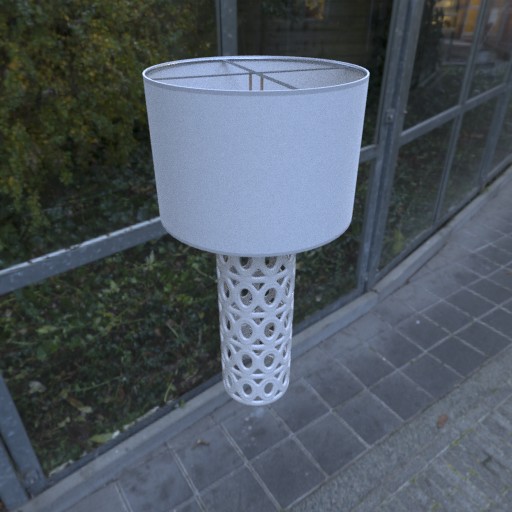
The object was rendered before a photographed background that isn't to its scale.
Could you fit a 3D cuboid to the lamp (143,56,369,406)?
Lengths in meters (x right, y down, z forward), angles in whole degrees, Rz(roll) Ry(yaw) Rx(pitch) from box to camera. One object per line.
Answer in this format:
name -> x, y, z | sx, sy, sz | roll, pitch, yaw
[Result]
lamp -> 0.000, 0.000, 0.813 | 0.324, 0.636, 0.325 | -11, 33, -18
